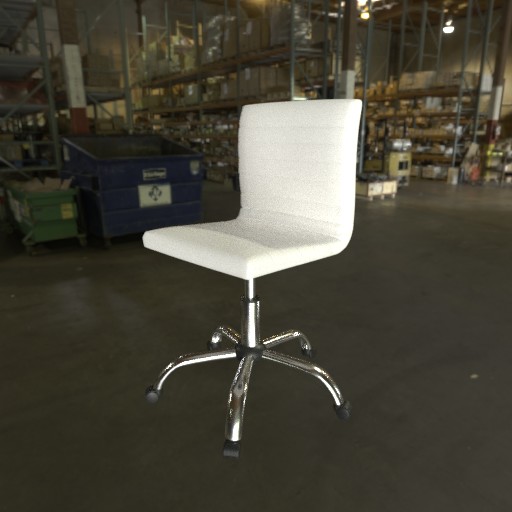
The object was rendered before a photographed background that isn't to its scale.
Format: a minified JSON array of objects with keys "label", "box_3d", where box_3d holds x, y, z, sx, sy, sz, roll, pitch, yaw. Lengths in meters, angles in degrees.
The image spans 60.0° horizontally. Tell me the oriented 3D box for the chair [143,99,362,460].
[{"label":"chair","box_3d":[0.000,0.000,1.161,0.556,0.780,0.530,15,21,42]}]
